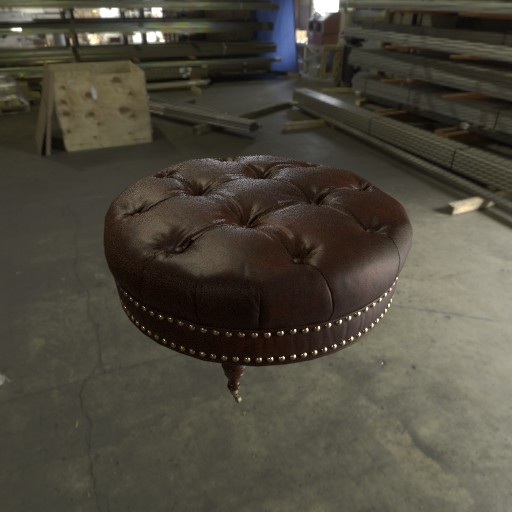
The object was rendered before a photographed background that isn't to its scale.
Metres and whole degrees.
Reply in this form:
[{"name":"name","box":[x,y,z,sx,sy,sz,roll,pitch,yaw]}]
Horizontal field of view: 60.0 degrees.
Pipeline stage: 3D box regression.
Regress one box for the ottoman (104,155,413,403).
[{"name":"ottoman","box":[0.000,0.000,1.385,0.901,0.455,0.901,0,30,0]}]
